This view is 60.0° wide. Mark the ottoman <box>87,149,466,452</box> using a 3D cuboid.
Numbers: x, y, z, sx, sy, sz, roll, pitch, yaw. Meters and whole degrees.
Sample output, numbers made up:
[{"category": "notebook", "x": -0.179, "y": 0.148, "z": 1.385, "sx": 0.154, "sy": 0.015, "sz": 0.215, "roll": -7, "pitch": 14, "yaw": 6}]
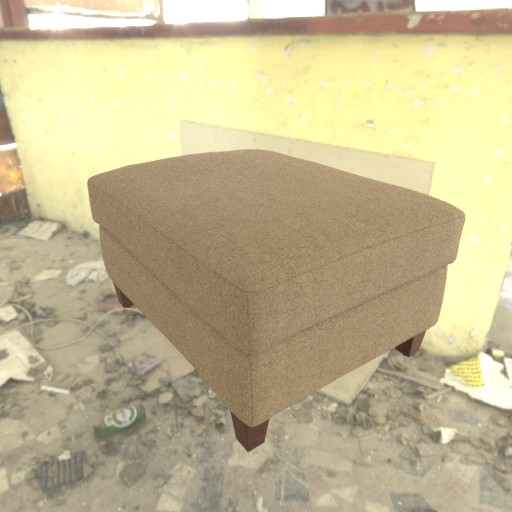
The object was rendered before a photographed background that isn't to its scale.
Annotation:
[{"category": "ottoman", "x": 0.000, "y": 0.000, "z": 1.312, "sx": 0.692, "sy": 0.511, "sz": 0.889, "roll": -17, "pitch": 30, "yaw": -32}]
